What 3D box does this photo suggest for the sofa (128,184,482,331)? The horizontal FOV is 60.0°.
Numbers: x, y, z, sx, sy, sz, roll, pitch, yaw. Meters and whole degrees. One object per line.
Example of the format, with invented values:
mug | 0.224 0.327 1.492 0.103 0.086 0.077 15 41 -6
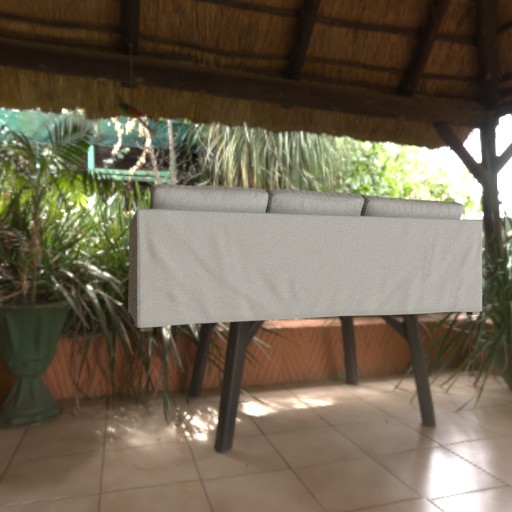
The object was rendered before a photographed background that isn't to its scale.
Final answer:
sofa | 0.000 0.000 4.313 2.432 0.871 3.182 0 0 -18
